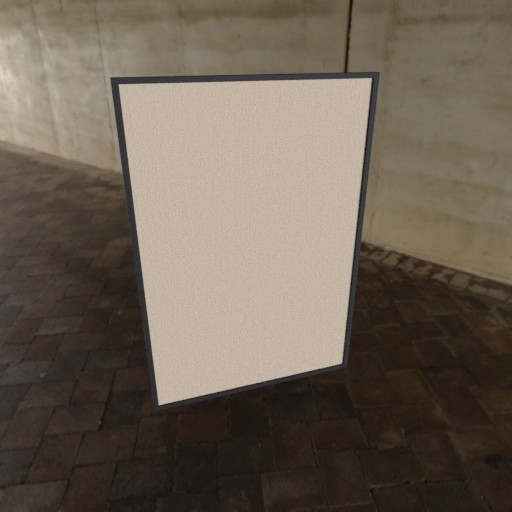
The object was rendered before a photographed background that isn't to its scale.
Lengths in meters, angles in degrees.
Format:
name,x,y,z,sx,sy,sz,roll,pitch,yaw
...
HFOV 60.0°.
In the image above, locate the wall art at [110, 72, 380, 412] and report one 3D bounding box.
name,x,y,z,sx,sy,sz,roll,pitch,yaw
wall art,0.000,0.000,0.866,0.457,0.657,0.013,-8,27,-16
